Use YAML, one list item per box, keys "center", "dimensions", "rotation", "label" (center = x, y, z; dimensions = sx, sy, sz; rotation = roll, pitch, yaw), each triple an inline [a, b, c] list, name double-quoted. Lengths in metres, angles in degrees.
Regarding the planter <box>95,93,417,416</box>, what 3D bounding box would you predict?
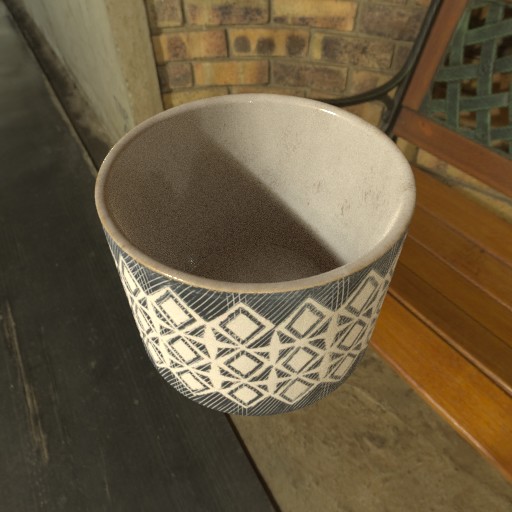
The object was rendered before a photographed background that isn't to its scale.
- center: [0.000, 0.000, 0.217]
  dimensions: [0.126, 0.104, 0.126]
  rotation: [0, 47, 0]
  label: "planter"
